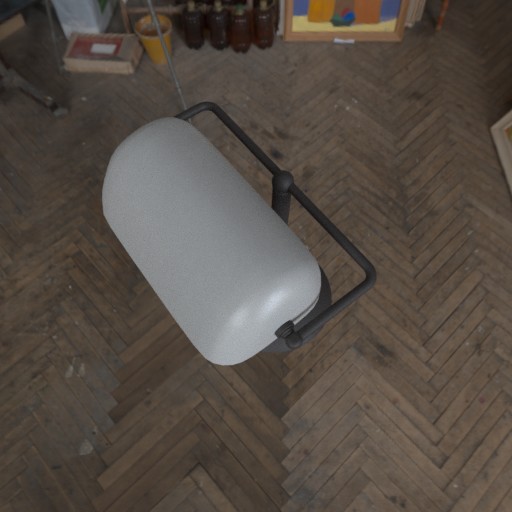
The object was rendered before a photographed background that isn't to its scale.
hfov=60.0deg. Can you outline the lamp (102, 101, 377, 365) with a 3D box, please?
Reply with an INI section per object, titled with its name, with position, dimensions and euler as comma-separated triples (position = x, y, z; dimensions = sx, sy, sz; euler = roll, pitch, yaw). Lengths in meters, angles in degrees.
[lamp]
position = 0.000, 0.000, 0.516
dimensions = 0.243, 0.339, 0.264
euler = -34, 68, -16
